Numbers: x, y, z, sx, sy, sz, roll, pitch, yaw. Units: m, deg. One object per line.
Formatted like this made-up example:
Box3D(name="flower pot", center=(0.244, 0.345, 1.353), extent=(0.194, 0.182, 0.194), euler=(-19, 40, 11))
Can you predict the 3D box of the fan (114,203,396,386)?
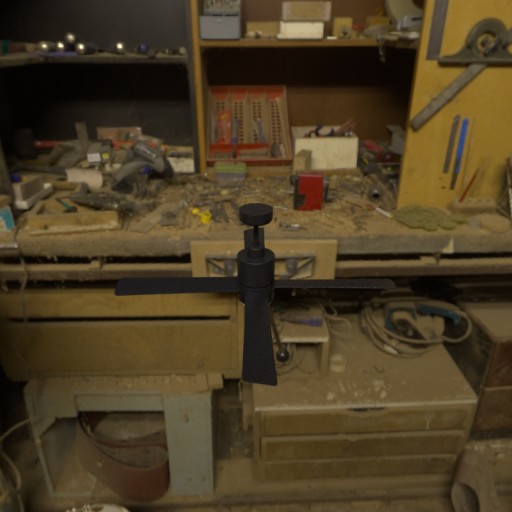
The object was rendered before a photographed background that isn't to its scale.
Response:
Box3D(name="fan", center=(0.000, 0.000, 2.358), extent=(1.525, 0.534, 1.525), euler=(0, 27, -1))
